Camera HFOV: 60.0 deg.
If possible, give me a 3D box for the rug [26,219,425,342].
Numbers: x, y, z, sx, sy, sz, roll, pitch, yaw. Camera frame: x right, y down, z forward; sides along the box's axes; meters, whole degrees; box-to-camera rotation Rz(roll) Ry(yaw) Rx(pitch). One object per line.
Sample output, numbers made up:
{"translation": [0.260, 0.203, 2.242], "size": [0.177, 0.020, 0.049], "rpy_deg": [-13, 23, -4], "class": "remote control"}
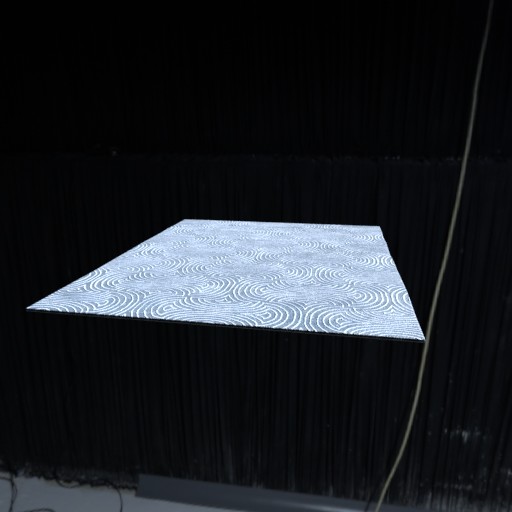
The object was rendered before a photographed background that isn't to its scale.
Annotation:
{"translation": [0.000, 0.000, 4.065], "size": [2.456, 0.021, 3.042], "rpy_deg": [3, 16, 10], "class": "rug"}
